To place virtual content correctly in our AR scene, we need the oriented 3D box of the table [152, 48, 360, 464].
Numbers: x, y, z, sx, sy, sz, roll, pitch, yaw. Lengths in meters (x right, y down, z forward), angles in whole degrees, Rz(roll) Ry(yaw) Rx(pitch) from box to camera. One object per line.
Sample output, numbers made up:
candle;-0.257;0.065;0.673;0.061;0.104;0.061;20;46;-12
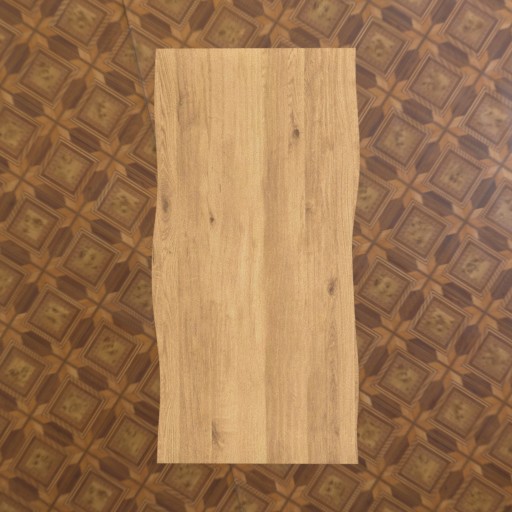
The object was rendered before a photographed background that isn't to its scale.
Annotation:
table;0.000;0.000;2.293;0.900;0.780;1.800;0;91;0
